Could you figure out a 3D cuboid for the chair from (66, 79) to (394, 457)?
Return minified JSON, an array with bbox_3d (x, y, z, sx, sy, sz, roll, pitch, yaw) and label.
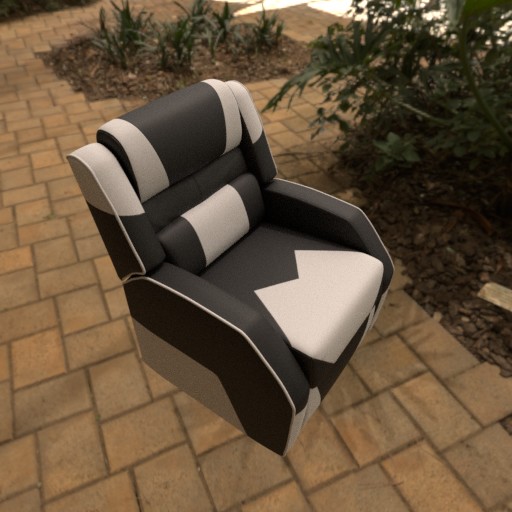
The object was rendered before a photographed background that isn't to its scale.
[{"bbox_3d":[0.000,0.000,1.304,0.672,0.805,0.620,25,46,26],"label":"chair"}]
